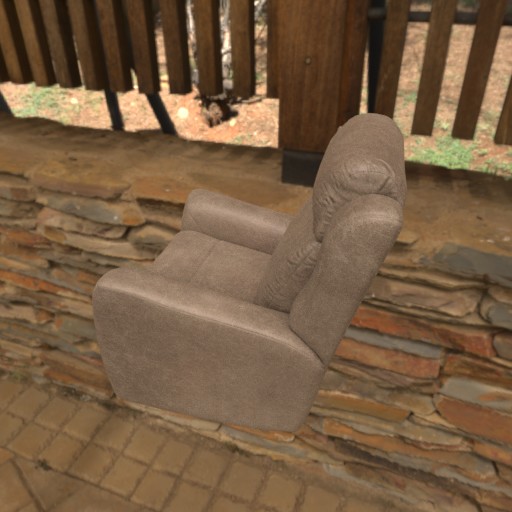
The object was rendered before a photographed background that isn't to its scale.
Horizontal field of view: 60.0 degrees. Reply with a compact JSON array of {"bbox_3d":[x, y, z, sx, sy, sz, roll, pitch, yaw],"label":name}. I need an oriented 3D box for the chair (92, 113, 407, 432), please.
[{"bbox_3d":[0.000,0.000,1.879,1.068,1.116,0.967,8,32,13],"label":"chair"}]
